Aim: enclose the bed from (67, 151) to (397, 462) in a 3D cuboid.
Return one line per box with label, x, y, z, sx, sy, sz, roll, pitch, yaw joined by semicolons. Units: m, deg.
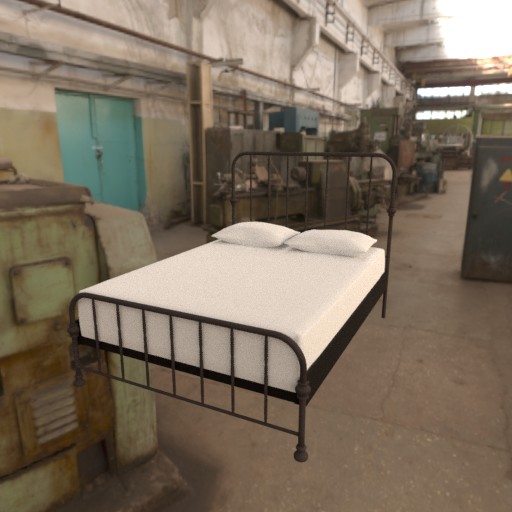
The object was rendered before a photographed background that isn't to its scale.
bed;0.000;0.000;3.266;1.616;1.446;2.134;7;16;26
